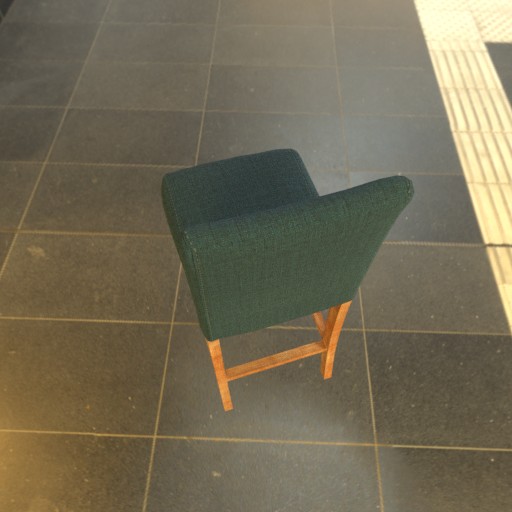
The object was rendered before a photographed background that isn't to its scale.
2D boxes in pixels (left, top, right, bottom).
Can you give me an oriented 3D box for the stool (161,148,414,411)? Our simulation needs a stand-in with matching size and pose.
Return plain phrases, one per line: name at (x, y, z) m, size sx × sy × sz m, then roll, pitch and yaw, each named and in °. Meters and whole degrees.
stool at (0.000, 0.000, 1.321) m, size 0.454 × 1.039 × 0.567 m, roll -15°, pitch 58°, yaw -9°
